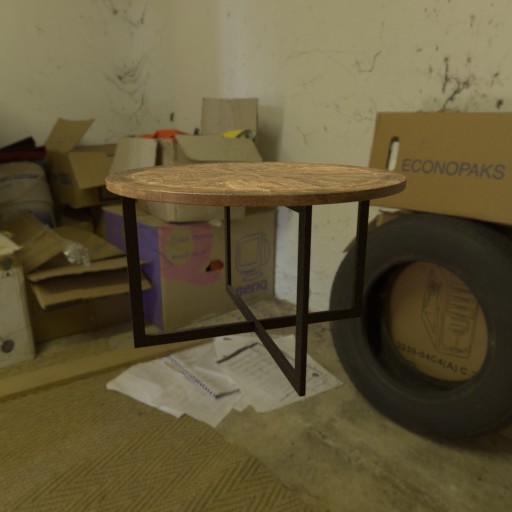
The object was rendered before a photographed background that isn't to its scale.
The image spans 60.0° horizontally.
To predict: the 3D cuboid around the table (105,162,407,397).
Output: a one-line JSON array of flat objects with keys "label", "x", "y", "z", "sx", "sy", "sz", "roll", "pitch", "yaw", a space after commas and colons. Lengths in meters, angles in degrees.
[{"label": "table", "x": 0.000, "y": 0.000, "z": 2.063, "sx": 1.264, "sy": 0.762, "sz": 1.264, "roll": 0, "pitch": 16, "yaw": 0}]
